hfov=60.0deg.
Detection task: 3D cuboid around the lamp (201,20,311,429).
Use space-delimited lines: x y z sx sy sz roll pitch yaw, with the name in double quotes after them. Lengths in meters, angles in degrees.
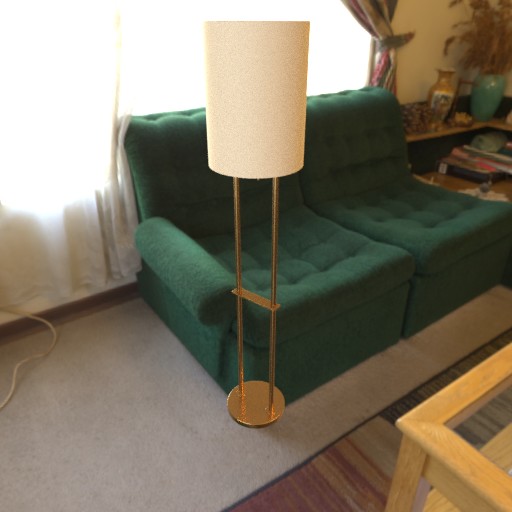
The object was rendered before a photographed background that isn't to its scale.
0.000 0.000 1.600 0.306 1.500 0.305 20 34 33 "lamp"
